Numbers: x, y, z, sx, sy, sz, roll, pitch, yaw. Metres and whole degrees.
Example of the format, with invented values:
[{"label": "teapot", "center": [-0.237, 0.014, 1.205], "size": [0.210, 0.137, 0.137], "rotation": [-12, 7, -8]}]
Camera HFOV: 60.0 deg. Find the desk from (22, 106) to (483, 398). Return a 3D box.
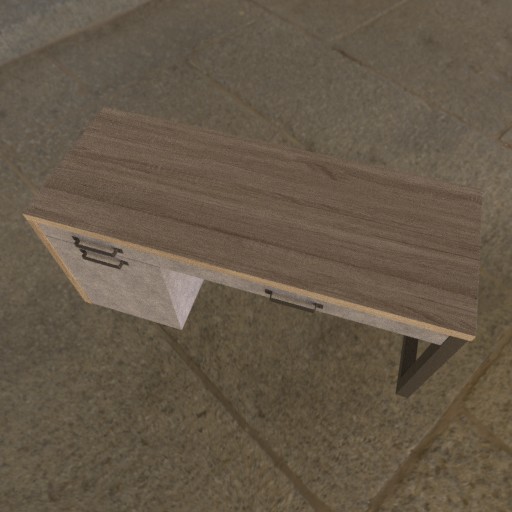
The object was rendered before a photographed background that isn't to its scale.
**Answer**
[{"label": "desk", "center": [0.000, 0.000, 2.065], "size": [1.700, 0.760, 0.690], "rotation": [15, 58, 9]}]
